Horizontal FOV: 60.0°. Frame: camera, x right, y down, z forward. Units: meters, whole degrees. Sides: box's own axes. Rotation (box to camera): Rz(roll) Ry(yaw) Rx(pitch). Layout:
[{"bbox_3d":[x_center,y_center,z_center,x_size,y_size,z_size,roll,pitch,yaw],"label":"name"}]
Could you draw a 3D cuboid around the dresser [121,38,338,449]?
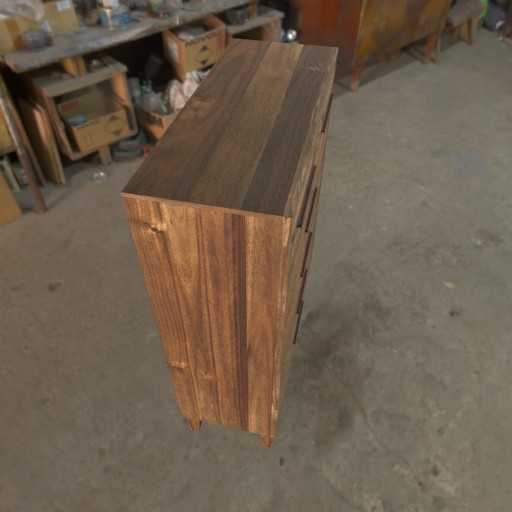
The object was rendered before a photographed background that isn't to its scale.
[{"bbox_3d":[0.000,0.000,1.914,0.442,1.393,1.062,9,46,9],"label":"dresser"}]
